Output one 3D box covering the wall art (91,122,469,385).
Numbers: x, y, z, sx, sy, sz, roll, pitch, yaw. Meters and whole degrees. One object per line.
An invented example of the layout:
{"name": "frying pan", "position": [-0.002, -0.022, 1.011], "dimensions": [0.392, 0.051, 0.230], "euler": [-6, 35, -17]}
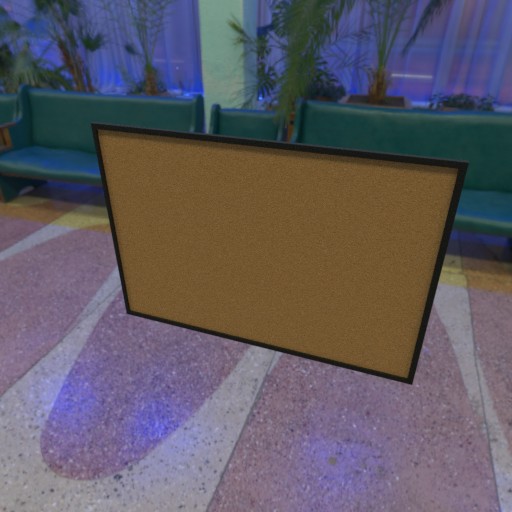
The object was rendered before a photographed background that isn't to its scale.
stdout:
{"name": "wall art", "position": [0.000, 0.000, 1.254], "dimensions": [0.963, 0.665, 0.013], "euler": [11, 32, 17]}
